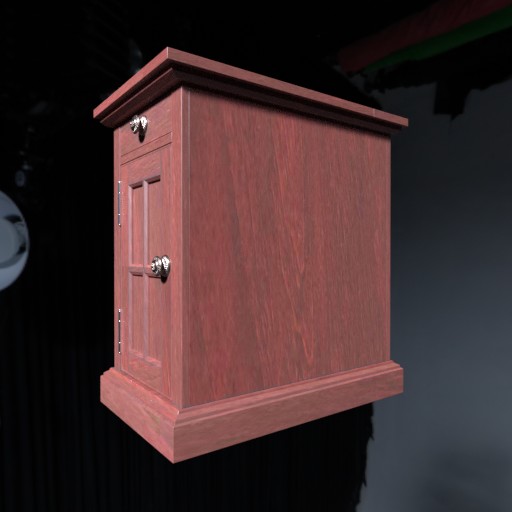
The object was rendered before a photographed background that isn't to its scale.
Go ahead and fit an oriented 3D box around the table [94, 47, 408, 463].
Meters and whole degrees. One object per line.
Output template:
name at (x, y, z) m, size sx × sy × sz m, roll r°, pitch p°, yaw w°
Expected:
table at (0.000, 0.000, 0.963) m, size 0.584 × 0.612 × 0.356 m, roll 0°, pitch 0°, yaw -37°
